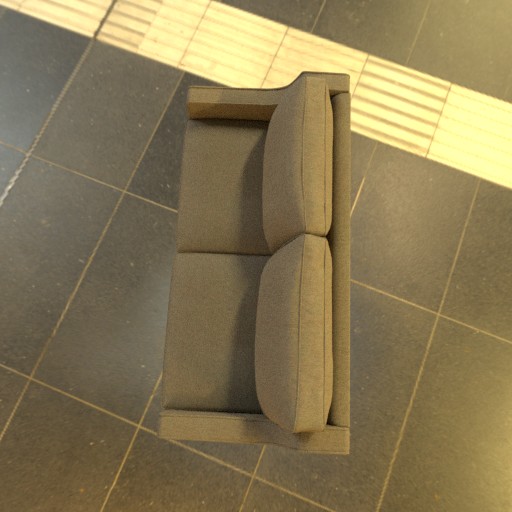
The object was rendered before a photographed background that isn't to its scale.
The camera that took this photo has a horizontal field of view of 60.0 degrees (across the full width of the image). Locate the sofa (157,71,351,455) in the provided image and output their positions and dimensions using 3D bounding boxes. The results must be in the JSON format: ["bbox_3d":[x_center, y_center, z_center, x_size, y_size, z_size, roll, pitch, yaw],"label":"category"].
[{"bbox_3d":[0.000,0.000,2.822,1.073,1.074,2.181,2,77,1],"label":"sofa"}]
